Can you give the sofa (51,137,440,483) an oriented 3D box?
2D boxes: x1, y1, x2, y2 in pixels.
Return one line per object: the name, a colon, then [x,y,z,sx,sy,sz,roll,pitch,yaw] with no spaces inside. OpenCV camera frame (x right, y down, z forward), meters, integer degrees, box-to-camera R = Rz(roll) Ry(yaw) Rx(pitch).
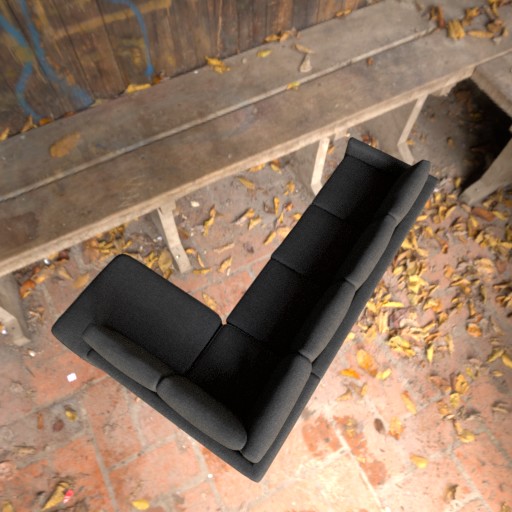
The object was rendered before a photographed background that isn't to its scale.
sofa: [0.000,0.000,3.814,1.984,0.858,2.972,31,68,14]
